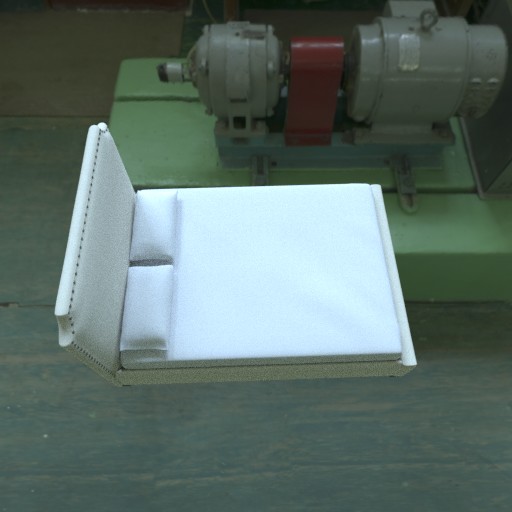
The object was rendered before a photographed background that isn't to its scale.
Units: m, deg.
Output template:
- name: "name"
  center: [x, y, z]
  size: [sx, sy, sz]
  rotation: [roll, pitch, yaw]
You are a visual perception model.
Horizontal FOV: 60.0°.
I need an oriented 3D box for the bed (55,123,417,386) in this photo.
- name: "bed"
  center: [0.000, 0.000, 3.459]
  size: [2.372, 1.443, 1.712]
  rotation: [-2, 62, -1]
